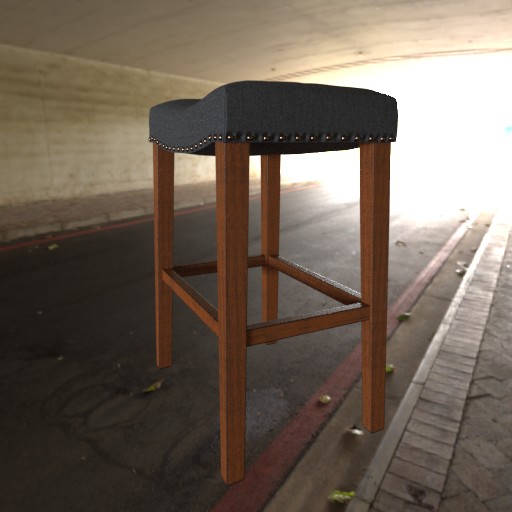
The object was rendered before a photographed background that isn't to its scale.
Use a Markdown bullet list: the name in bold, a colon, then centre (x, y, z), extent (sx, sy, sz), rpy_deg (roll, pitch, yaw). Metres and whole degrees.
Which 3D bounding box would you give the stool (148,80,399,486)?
- **stool**: centre (0.000, 0.000, 0.879), extent (0.320, 0.612, 0.439), rpy_deg (-7, 16, -26)
